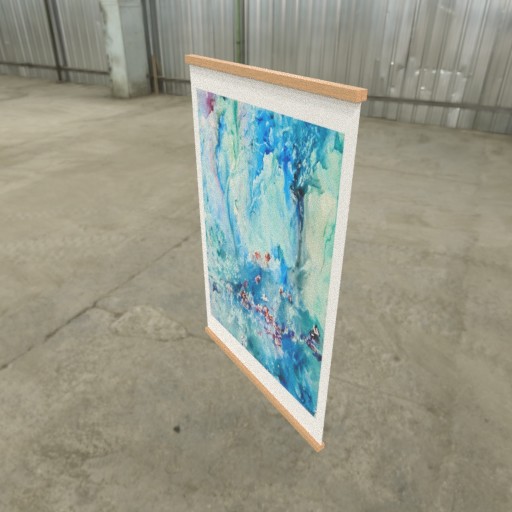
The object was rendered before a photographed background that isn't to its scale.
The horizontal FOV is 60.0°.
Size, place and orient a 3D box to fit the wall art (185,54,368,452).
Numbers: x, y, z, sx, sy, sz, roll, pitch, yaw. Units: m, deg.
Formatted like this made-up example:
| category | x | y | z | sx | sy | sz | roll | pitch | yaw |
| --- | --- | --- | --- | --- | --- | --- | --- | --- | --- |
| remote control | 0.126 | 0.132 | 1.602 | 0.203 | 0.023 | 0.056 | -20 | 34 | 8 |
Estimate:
| category | x | y | z | sx | sy | sz | roll | pitch | yaw |
| --- | --- | --- | --- | --- | --- | --- | --- | --- | --- |
| wall art | 0.000 | 0.000 | 0.777 | 0.016 | 0.611 | 0.401 | -20 | 36 | -30 |
